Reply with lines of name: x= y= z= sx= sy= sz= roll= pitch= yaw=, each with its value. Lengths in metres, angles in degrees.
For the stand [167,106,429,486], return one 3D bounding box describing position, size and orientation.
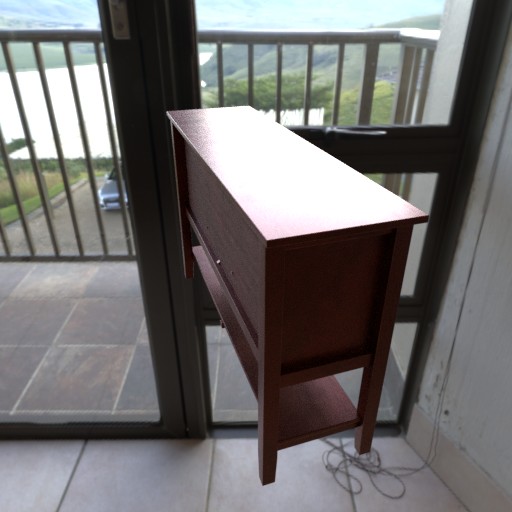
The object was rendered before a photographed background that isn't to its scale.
stand: x=0.000 y=0.000 z=1.743 sx=0.410 sy=0.872 sz=1.362 roll=-9 pitch=31 yaw=-16
